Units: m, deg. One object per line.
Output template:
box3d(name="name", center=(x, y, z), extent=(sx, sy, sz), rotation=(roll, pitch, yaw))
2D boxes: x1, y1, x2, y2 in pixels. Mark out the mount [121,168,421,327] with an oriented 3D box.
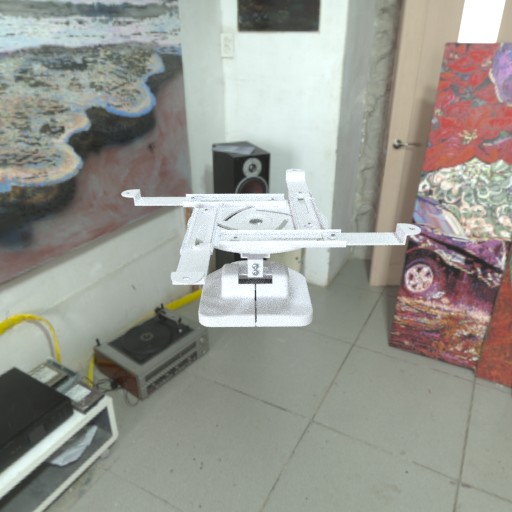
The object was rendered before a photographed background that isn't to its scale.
box3d(name="mount", center=(0.000, 0.000, 0.625), extent=(0.394, 0.141, 0.394), rotation=(0, 27, -1))
